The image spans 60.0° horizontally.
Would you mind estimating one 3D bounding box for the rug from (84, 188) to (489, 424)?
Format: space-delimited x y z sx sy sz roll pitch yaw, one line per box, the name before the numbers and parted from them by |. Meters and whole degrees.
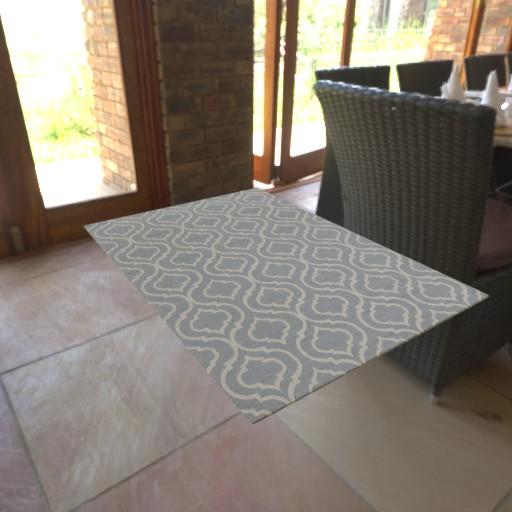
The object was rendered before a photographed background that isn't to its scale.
rug | 0.000 0.000 2.647 1.451 0.010 2.080 -17 32 -30
